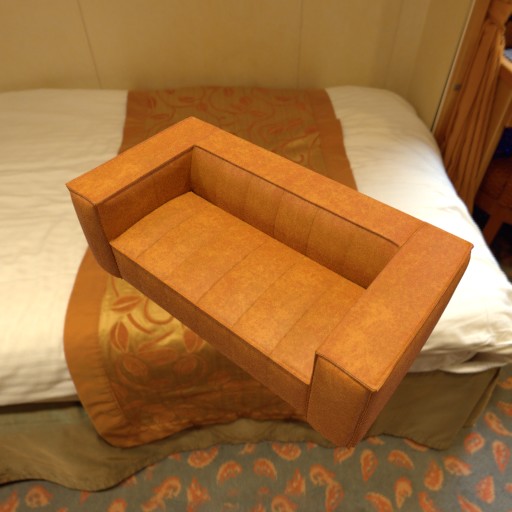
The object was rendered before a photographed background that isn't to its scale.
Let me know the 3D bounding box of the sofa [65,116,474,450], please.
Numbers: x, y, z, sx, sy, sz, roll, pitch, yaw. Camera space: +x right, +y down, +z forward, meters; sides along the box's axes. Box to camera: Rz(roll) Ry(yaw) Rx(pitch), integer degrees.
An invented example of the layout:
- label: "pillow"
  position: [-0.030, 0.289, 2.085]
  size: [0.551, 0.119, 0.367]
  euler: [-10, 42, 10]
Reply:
- label: "sofa"
  position: [0.000, 0.000, 2.657]
  size: [2.088, 0.703, 1.102]
  euler: [31, 54, 26]
